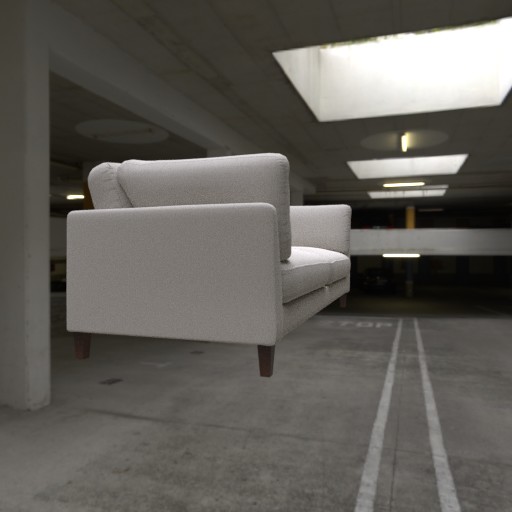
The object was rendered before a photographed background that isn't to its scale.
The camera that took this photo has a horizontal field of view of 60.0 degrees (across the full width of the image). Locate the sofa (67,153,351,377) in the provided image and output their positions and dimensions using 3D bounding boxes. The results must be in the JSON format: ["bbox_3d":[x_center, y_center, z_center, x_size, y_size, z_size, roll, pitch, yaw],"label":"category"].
[{"bbox_3d":[0.000,0.000,2.784,0.957,0.863,2.301,0,1,19],"label":"sofa"}]
